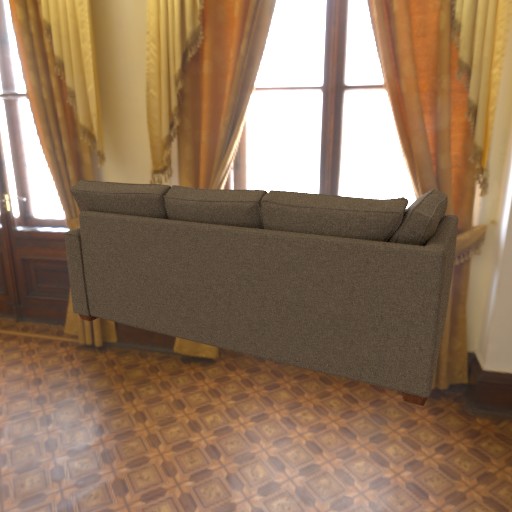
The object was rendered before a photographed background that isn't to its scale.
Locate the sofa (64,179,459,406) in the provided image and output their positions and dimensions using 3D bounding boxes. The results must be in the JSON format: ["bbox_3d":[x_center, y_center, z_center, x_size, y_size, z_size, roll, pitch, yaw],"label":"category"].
[{"bbox_3d":[0.000,0.000,2.881,2.317,0.962,1.061,8,17,26],"label":"sofa"}]
